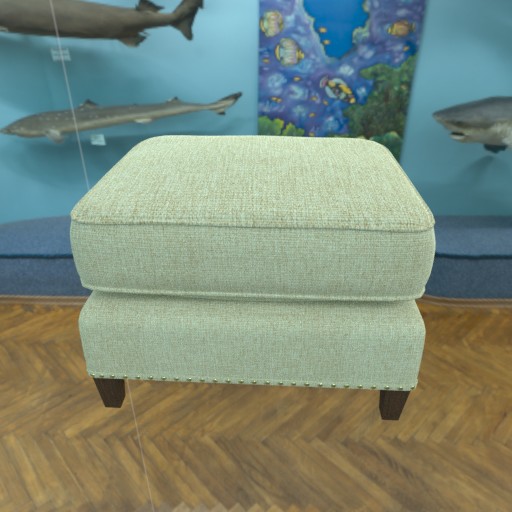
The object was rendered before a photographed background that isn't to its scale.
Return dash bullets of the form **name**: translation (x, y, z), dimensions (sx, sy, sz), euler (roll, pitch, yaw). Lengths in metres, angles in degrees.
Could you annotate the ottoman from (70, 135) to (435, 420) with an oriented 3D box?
- **ottoman**: translation (0.000, 0.000, 1.144), dimensions (0.738, 0.537, 0.589), euler (2, 30, 3)
